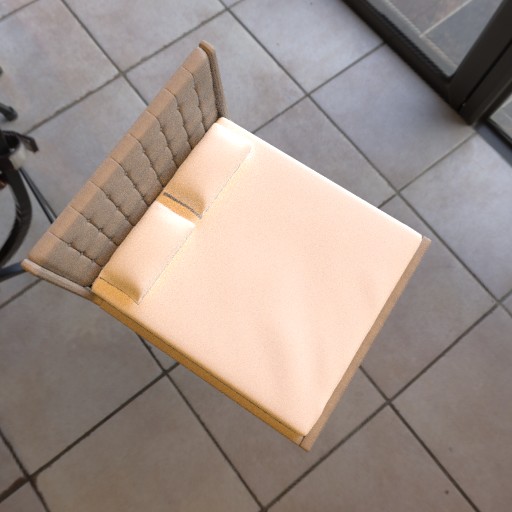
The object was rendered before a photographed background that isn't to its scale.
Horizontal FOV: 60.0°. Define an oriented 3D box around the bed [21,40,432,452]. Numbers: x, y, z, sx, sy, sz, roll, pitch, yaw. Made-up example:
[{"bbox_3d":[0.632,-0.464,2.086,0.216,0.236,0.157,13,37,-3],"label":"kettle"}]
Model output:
[{"bbox_3d":[0.000,0.000,3.514,2.342,1.289,2.062,33,78,8],"label":"bed"}]
